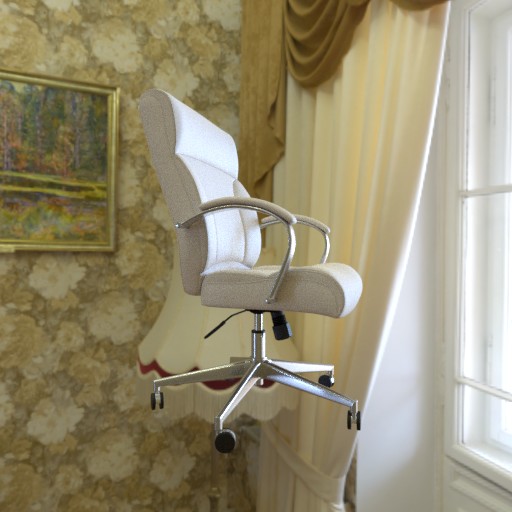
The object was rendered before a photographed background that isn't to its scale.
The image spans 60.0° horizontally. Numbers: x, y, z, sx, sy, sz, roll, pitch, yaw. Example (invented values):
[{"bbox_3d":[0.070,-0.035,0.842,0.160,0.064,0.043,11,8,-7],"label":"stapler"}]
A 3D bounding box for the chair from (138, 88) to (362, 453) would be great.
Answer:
[{"bbox_3d":[0.000,0.000,1.578,0.745,1.099,0.727,0,0,18],"label":"chair"}]
